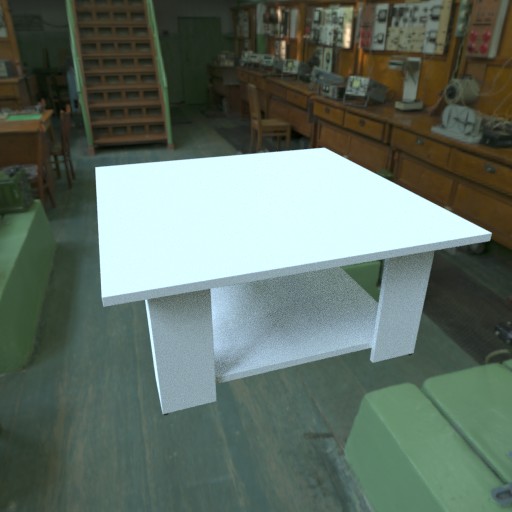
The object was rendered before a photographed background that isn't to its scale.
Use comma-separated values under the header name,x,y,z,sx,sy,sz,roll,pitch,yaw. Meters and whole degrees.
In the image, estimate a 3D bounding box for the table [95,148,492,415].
name,x,y,z,sx,sy,sz,roll,pitch,yaw
table,0.000,0.000,1.055,0.670,0.305,0.670,-9,29,-16
